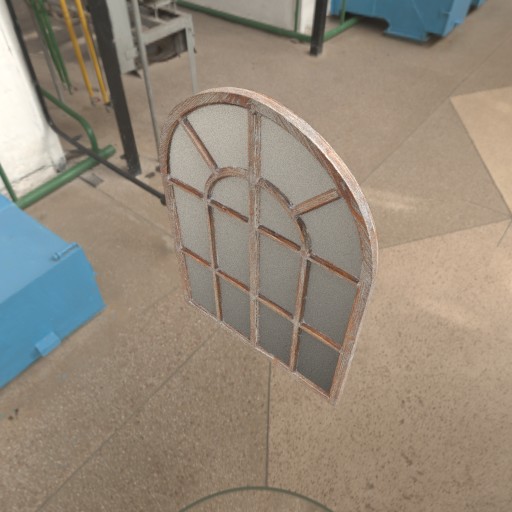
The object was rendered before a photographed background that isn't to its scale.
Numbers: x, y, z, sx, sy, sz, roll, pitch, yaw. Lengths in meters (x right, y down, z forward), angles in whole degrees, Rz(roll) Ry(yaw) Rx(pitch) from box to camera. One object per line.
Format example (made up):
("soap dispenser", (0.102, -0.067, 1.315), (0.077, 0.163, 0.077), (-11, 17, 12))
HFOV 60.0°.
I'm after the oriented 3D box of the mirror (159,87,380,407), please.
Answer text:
("mirror", (0.000, 0.000, 1.203), (0.660, 0.920, 0.032), (30, 54, 25))
